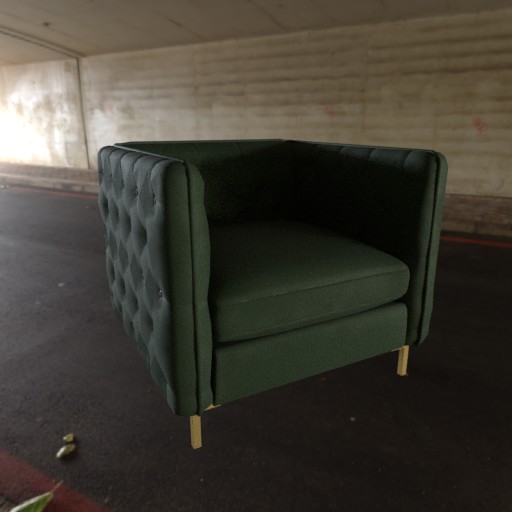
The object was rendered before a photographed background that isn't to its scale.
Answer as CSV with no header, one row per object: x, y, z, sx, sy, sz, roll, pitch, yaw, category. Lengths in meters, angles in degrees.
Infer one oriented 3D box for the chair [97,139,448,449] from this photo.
0.000,0.000,1.561,0.917,0.768,0.855,-9,19,-27,chair
